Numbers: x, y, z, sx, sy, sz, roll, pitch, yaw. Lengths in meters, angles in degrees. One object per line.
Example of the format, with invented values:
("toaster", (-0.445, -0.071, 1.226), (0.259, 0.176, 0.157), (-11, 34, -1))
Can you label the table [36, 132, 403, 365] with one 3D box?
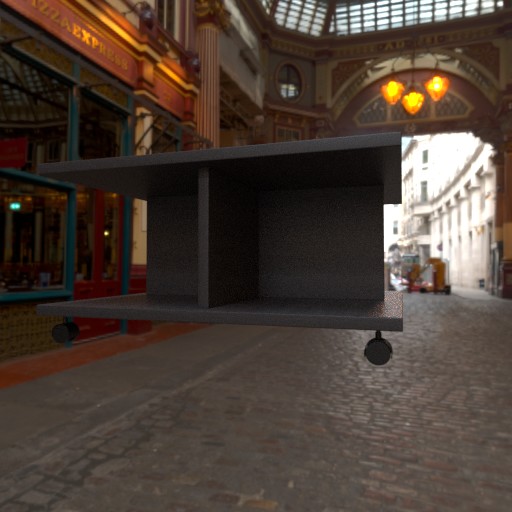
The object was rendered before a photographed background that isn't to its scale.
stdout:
("table", (0.000, 0.000, 1.215), (0.762, 0.396, 0.762), (0, -1, 18))
